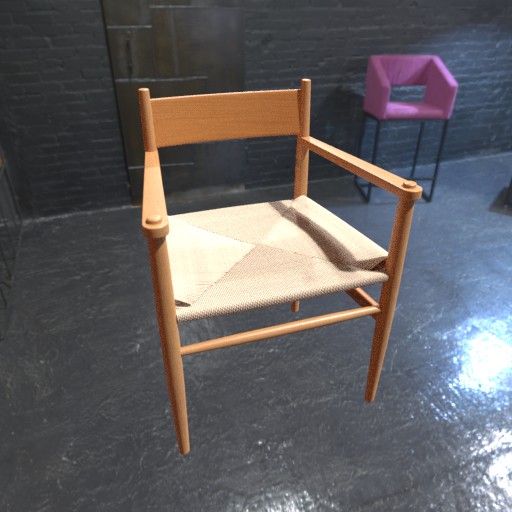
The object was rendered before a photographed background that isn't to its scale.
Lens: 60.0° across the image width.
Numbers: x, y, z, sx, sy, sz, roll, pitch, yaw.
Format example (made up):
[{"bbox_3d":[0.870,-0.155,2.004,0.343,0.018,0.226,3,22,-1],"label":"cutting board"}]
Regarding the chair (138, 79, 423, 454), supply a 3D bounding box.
[{"bbox_3d":[0.000,0.000,1.134,0.556,0.762,0.495,-10,32,-15],"label":"chair"}]
